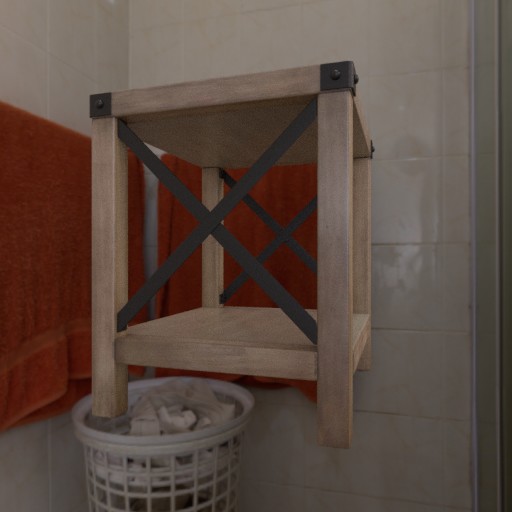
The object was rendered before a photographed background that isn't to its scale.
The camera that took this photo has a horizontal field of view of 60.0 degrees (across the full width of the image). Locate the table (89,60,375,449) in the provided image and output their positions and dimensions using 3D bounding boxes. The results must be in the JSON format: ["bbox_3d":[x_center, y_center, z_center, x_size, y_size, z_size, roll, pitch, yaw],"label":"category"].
[{"bbox_3d":[0.000,0.000,0.930,0.459,0.561,0.510,0,0,18],"label":"table"}]
